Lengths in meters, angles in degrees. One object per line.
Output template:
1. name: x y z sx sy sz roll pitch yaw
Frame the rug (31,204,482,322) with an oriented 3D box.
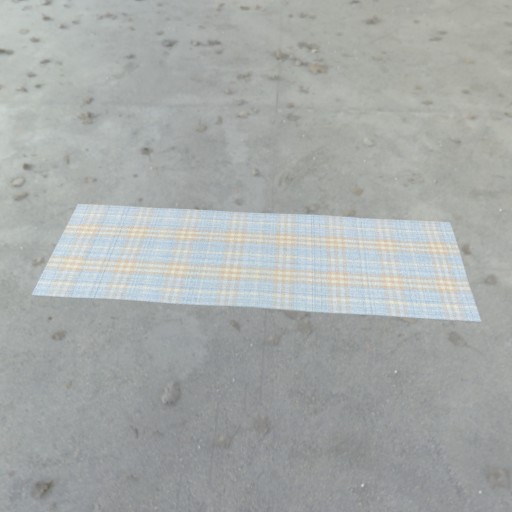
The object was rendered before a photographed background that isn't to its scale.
1. rug: 0.000 0.000 2.643 2.439 0.013 0.762 3 48 3
